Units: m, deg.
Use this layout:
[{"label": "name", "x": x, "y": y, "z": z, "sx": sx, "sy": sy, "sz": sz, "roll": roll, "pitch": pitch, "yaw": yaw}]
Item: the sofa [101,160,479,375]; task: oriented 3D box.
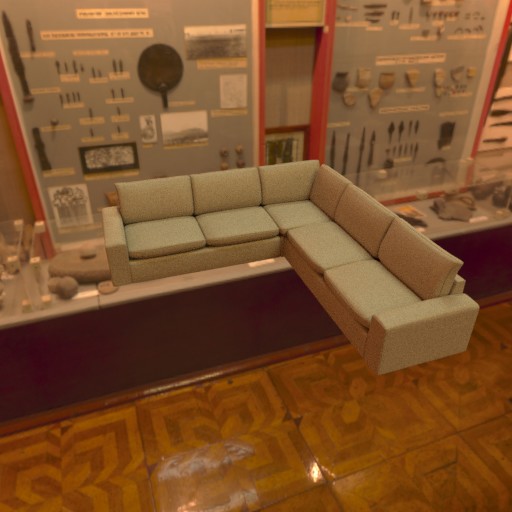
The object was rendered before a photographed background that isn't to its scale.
[{"label": "sofa", "x": 0.000, "y": 0.000, "z": 4.111, "sx": 2.622, "sy": 0.800, "sz": 2.742, "roll": -10, "pitch": 32, "yaw": -16}]
